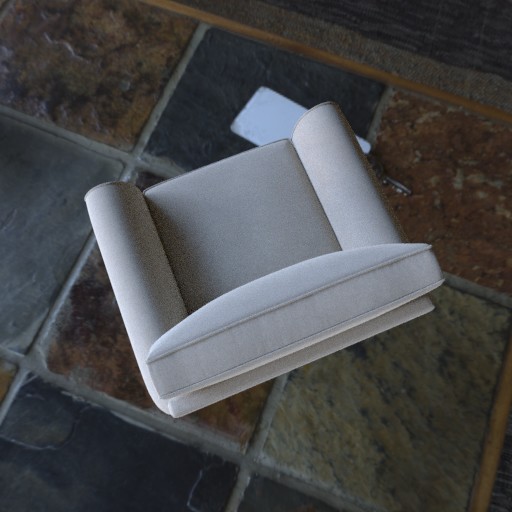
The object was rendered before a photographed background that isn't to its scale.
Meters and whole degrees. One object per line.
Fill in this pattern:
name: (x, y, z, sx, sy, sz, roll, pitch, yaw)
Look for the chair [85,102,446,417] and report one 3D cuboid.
chair: (0.000, 0.000, 1.692, 1.040, 0.955, 0.863, -22, 77, -5)
